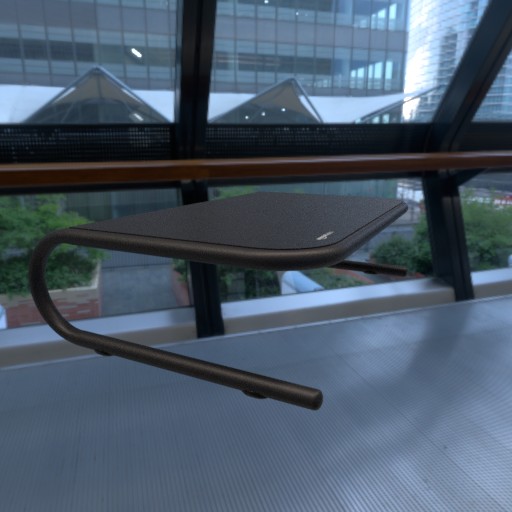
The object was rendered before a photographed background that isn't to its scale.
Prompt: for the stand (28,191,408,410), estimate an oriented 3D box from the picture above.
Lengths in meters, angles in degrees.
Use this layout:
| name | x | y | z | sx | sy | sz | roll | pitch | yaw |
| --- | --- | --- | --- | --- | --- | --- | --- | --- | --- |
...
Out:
| name | x | y | z | sx | sy | sz | roll | pitch | yaw |
| --- | --- | --- | --- | --- | --- | --- | --- | --- | --- |
| stand | 0.000 | 0.000 | 0.498 | 0.280 | 0.108 | 0.370 | 7 | 15 | 26 |
